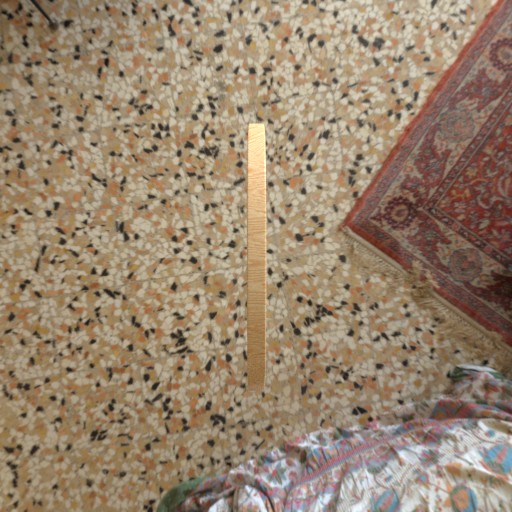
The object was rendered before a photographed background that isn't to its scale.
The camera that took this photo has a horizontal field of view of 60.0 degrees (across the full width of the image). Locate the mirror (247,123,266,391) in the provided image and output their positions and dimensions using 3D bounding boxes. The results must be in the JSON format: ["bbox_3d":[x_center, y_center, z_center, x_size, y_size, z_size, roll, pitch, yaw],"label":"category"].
[{"bbox_3d":[0.000,0.000,1.380,0.037,1.075,0.724,0,91,0],"label":"mirror"}]
